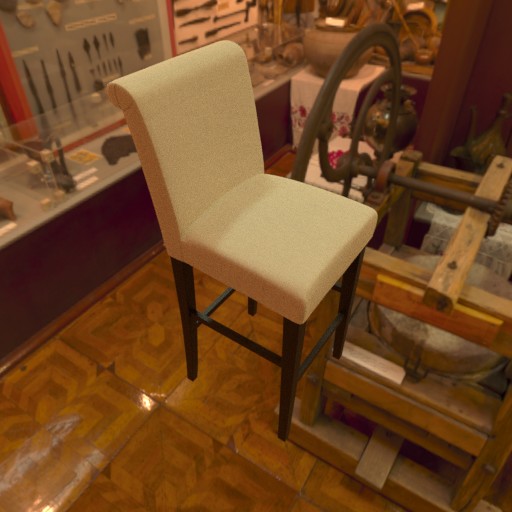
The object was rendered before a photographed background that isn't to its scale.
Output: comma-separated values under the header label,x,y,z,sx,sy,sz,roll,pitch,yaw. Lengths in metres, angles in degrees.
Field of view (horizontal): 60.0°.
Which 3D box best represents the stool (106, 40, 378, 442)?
label,x,y,z,sx,sy,sz,roll,pitch,yaw
stool,0.000,0.000,1.426,0.597,1.124,0.452,24,46,26
